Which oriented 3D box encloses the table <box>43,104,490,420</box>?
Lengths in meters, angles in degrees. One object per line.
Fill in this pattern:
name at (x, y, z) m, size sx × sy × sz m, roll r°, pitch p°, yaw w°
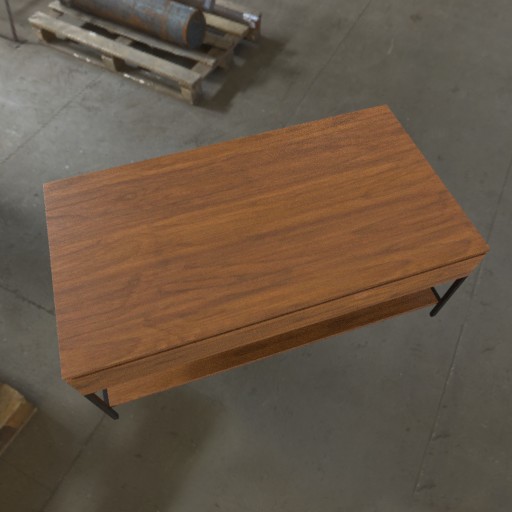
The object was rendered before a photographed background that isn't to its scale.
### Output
table at (0.000, 0.000, 1.350) m, size 1.057 × 0.414 × 0.574 m, roll -16°, pitch 59°, yaw -9°
